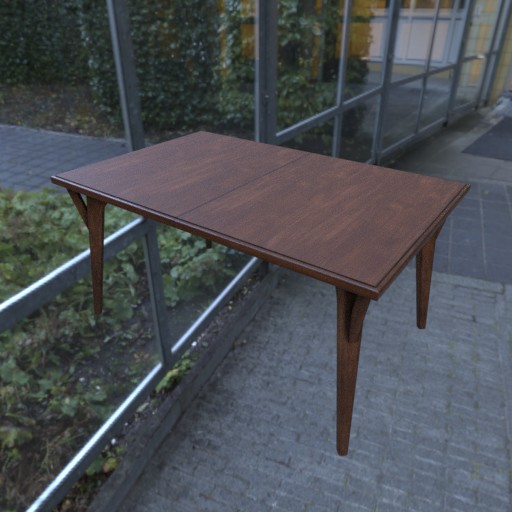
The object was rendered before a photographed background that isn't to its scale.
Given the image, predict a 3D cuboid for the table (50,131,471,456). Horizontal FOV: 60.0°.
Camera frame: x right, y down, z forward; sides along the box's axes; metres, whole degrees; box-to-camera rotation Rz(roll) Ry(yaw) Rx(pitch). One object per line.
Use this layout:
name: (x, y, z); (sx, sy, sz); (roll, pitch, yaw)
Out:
table: (0.000, 0.000, 2.098); (1.524, 0.761, 0.990); (20, 35, 31)
